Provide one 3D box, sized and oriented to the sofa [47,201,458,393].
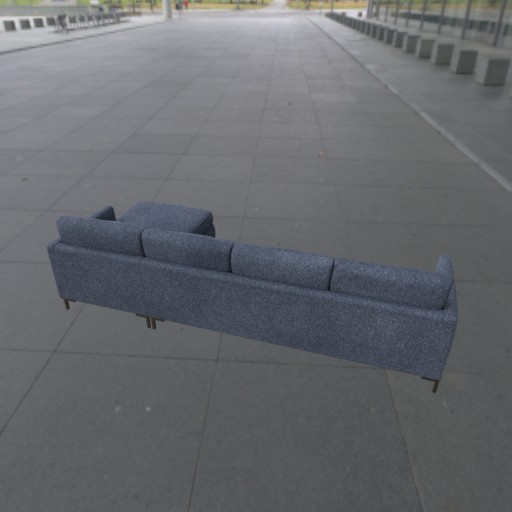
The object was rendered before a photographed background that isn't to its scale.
[{"bbox_3d":[0.000,0.000,3.567,2.932,0.810,1.350,9,31,16],"label":"sofa"}]
